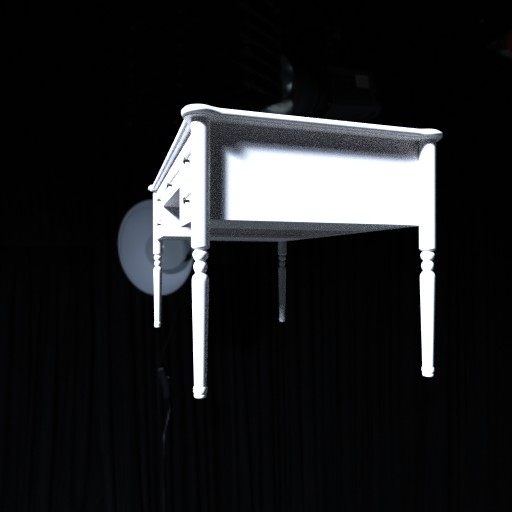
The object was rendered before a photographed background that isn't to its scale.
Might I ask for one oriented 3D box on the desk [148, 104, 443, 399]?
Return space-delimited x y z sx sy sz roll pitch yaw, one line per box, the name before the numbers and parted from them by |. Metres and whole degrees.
desk | 0.000 0.000 1.880 0.807 0.762 1.380 0 -1 -17
